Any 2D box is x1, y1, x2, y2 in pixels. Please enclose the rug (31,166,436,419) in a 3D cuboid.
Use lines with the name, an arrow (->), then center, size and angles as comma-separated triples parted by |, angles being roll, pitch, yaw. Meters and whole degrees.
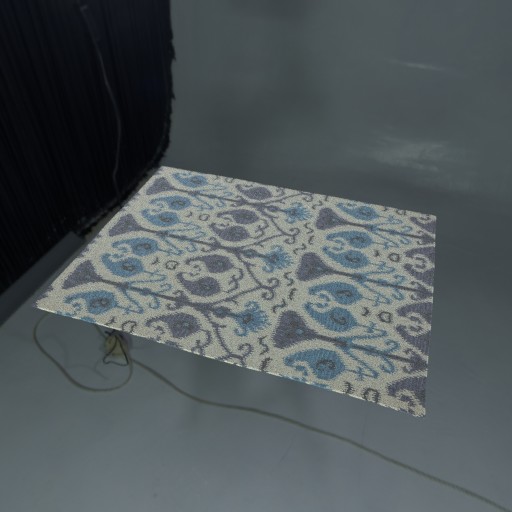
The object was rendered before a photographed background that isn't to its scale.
rug -> 0.000, 0.000, 2.952 | 2.261, 0.013, 1.676 | 13, 44, 13
